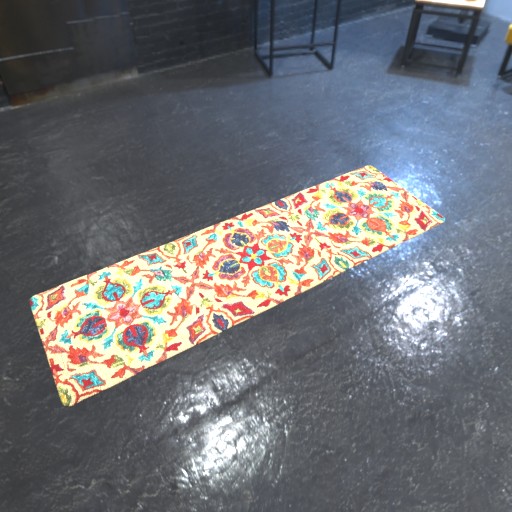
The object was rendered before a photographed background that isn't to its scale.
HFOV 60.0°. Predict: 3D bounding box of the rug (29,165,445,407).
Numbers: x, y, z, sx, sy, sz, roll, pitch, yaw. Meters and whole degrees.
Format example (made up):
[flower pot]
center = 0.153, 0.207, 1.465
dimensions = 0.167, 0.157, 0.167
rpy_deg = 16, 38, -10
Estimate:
[rug]
center = 0.000, 0.000, 2.446
dimensions = 2.273, 0.016, 0.693
rpy_deg = -24, 50, -22
